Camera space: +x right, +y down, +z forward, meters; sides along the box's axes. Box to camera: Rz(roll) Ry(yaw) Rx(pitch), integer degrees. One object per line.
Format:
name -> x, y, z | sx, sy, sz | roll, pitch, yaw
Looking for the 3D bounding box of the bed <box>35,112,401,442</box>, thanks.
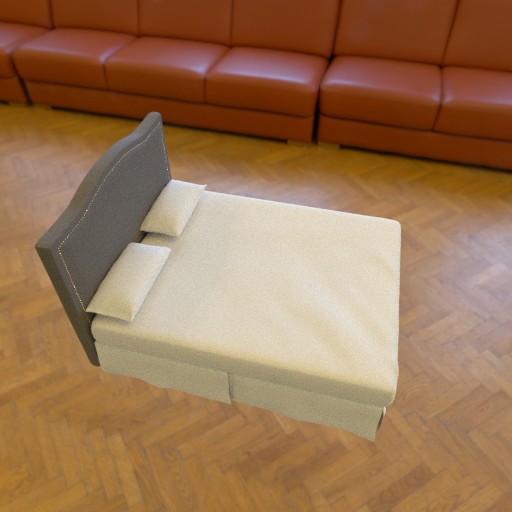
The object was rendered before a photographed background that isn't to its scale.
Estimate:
bed -> 0.000, 0.000, 3.436 | 2.282, 1.436, 1.821 | 10, 46, 10
